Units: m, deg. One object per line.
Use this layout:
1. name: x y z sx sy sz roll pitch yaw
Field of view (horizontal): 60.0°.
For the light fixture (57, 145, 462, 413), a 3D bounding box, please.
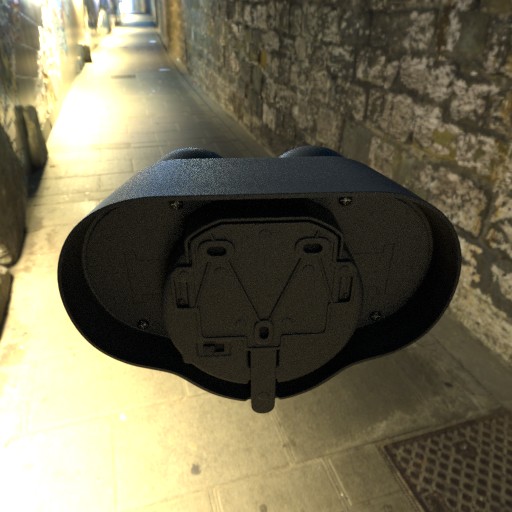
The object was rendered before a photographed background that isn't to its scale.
1. light fixture: 0.000 0.000 0.330 0.229 0.159 0.159 -2 30 -3
